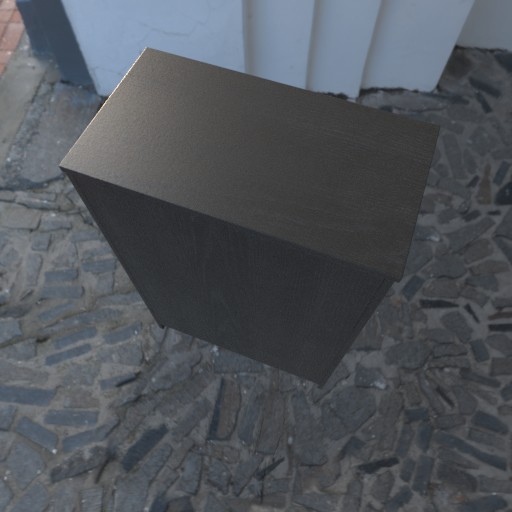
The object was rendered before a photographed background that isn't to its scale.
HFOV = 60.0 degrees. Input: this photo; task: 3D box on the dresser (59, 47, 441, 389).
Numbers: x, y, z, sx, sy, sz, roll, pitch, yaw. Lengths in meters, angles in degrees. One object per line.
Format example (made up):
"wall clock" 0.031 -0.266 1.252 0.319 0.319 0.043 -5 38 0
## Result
"dresser" 0.000 0.000 1.372 0.700 1.020 0.398 19 64 9
